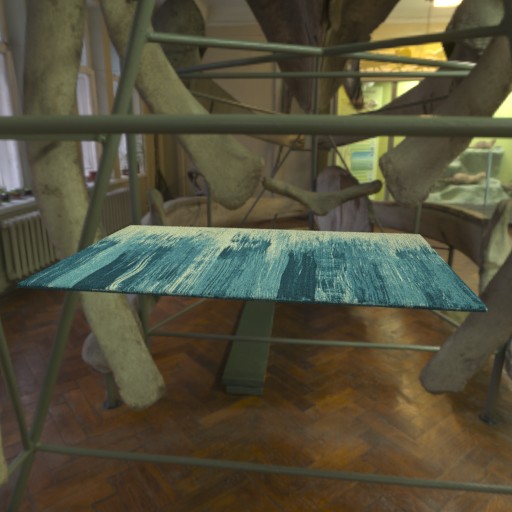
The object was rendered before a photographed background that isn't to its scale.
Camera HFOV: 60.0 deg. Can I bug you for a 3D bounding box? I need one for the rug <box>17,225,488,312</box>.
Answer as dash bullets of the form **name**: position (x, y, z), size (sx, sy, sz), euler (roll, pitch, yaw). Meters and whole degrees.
- **rug**: position (0.000, 0.000, 2.978), size (2.450, 0.027, 1.540), euler (2, 16, 8)
